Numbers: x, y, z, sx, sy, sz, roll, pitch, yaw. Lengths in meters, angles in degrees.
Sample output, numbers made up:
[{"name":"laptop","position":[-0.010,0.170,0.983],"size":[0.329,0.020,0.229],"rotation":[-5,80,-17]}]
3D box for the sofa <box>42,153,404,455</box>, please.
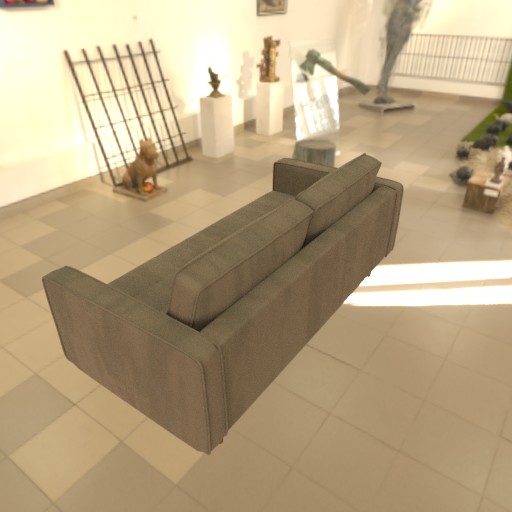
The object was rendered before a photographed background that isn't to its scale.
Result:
[{"name":"sofa","position":[0.000,0.000,2.409],"size":[0.924,0.825,1.920],"rotation":[20,36,30]}]
